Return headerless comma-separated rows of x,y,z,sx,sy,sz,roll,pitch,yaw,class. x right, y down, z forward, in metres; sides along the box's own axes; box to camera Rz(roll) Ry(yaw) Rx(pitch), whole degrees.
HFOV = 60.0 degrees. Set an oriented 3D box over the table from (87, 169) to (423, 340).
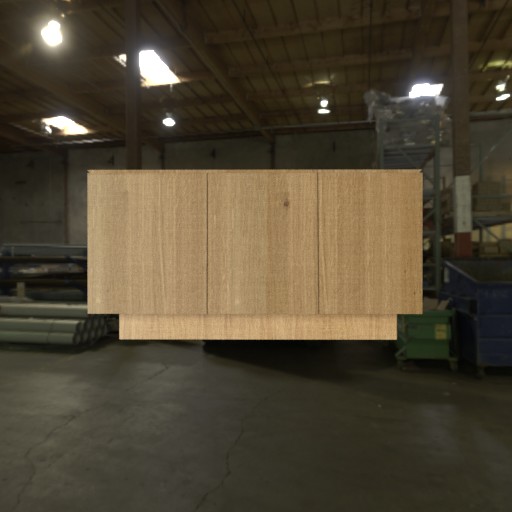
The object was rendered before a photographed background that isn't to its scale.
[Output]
0.000,0.000,1.451,0.678,0.353,1.110,0,0,0,table
